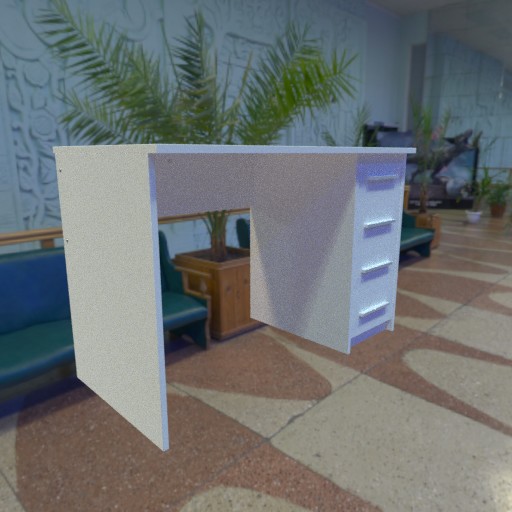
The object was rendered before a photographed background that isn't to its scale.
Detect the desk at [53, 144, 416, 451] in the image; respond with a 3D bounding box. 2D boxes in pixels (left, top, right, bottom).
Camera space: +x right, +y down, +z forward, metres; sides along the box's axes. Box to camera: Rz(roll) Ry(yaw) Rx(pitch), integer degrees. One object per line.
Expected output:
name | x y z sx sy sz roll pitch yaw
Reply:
desk | 0.000 0.000 1.536 1.096 0.730 0.560 -12 18 -42
